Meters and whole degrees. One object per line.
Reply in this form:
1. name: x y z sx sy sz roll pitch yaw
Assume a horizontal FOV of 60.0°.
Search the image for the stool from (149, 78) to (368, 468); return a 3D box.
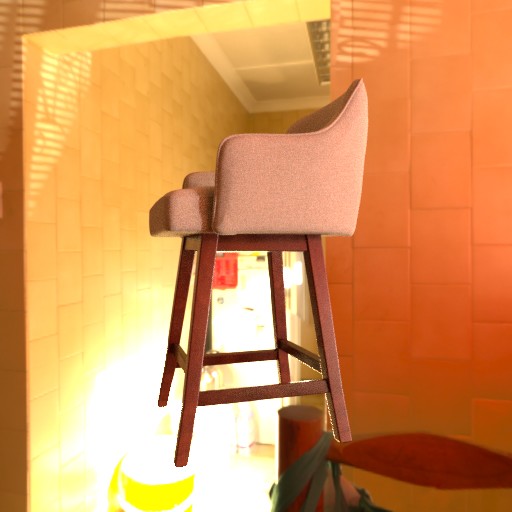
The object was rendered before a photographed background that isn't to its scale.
1. stool: 0.000 0.000 1.251 0.560 0.936 0.550 0 1 -18
